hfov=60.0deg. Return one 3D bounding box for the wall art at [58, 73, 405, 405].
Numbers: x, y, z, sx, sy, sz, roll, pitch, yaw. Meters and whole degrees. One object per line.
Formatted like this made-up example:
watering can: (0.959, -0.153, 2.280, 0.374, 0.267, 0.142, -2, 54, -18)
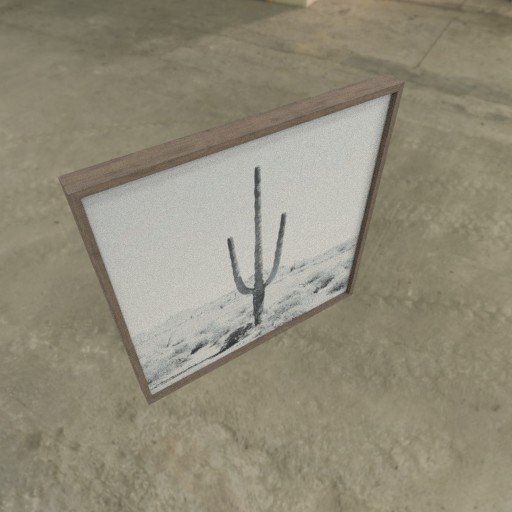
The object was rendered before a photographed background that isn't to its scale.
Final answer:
wall art: (0.000, 0.000, 0.769, 0.508, 0.508, 0.038, -24, 51, -22)
